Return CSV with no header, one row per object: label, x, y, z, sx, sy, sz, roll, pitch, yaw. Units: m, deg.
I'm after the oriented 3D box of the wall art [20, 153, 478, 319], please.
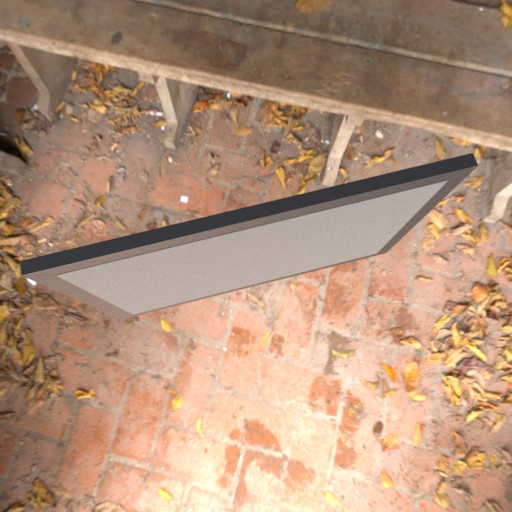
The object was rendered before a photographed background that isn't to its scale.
wall art,0.000,0.000,0.556,0.432,0.306,0.016,-14,75,-4
